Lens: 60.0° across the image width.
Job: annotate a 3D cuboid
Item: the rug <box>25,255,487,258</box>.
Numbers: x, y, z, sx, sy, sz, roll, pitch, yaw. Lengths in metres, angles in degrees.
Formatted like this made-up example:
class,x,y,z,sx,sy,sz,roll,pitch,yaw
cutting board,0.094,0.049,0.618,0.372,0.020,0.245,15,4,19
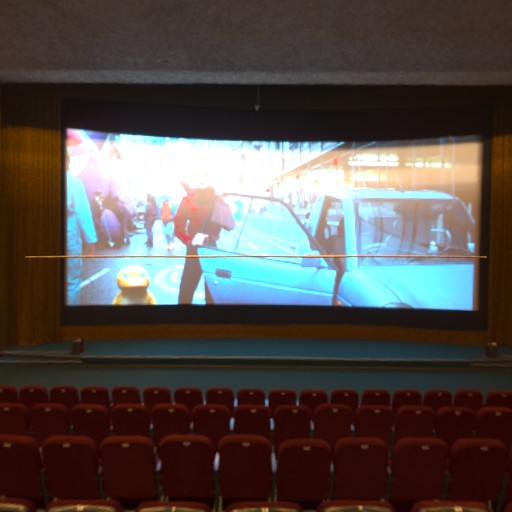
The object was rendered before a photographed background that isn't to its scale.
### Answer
class,x,y,z,sx,sy,sz,roll,pitch,yaw
rug,0.000,0.000,2.224,1.745,0.010,1.146,0,0,0
